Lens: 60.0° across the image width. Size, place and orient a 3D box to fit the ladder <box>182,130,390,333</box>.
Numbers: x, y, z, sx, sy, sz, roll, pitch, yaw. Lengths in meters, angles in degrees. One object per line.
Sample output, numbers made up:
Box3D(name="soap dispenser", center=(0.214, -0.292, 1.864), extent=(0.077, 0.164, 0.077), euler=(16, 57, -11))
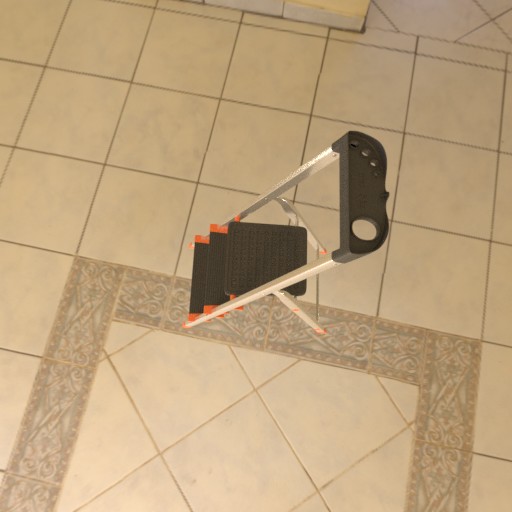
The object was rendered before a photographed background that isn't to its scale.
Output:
Box3D(name="ladder", center=(0.000, 0.000, 1.568), extent=(0.686, 1.229, 0.416), euler=(2, 75, 1))
